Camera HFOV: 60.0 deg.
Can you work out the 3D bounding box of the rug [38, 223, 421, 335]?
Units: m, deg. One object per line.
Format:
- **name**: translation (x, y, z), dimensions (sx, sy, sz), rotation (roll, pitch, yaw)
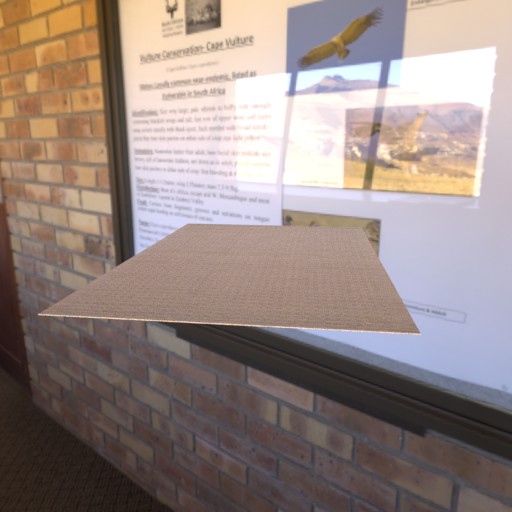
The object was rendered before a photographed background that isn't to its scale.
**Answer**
- **rug**: translation (0.000, 0.000, 3.650), dimensions (1.981, 0.006, 2.895), rotation (2, 14, 7)
